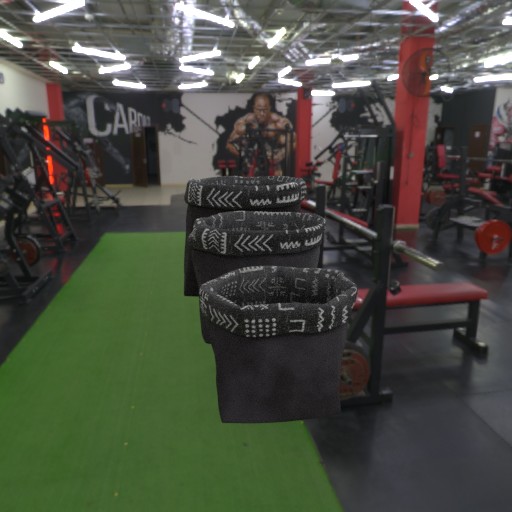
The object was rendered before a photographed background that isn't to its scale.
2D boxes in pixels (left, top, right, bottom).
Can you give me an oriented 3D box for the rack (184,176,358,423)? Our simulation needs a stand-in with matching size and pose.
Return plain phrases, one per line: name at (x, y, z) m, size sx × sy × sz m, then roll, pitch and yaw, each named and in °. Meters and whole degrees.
rack at (0.000, 0.000, 1.085) m, size 0.379 × 0.323 × 0.905 m, roll -2°, pitch 15°, yaw -7°
